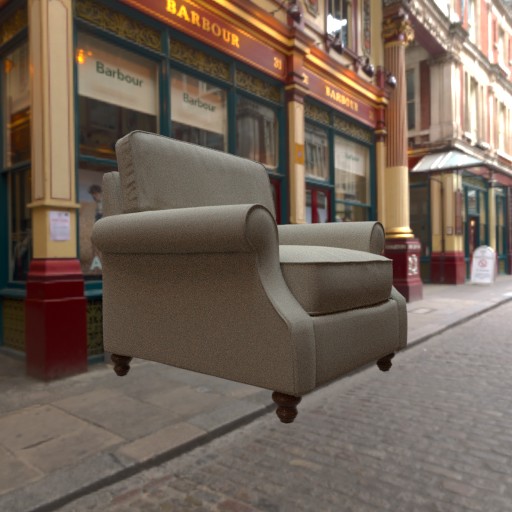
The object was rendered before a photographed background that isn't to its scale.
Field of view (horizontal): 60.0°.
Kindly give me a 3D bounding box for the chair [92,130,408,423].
[{"bbox_3d":[0.000,0.000,1.817,0.966,0.967,1.029,0,0,38],"label":"chair"}]
